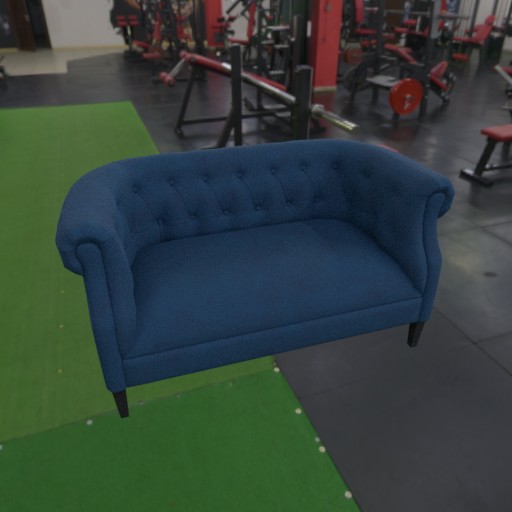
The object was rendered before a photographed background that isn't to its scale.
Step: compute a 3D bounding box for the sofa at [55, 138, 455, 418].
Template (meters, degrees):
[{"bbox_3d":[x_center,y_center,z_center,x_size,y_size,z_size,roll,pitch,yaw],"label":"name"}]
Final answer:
[{"bbox_3d":[0.000,0.000,2.041,1.558,0.827,0.835,-9,33,-15],"label":"sofa"}]
